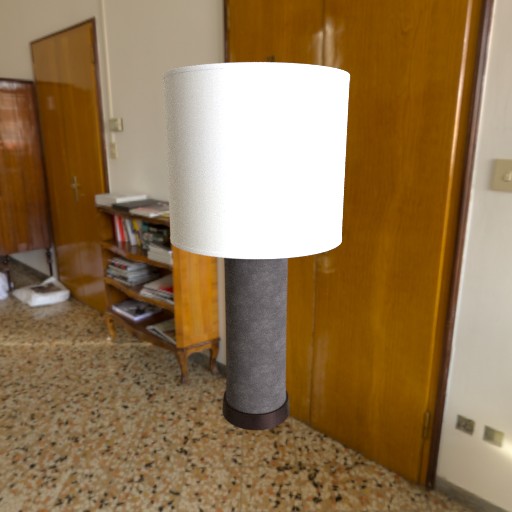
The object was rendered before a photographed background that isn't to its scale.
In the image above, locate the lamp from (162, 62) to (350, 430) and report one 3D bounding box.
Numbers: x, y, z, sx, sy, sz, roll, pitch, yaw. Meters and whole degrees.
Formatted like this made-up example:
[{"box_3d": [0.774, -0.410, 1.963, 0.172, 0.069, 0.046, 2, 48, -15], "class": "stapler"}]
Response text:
[{"box_3d": [0.000, 0.000, 0.801, 0.301, 0.630, 0.301, 2, 15, 8], "class": "lamp"}]
